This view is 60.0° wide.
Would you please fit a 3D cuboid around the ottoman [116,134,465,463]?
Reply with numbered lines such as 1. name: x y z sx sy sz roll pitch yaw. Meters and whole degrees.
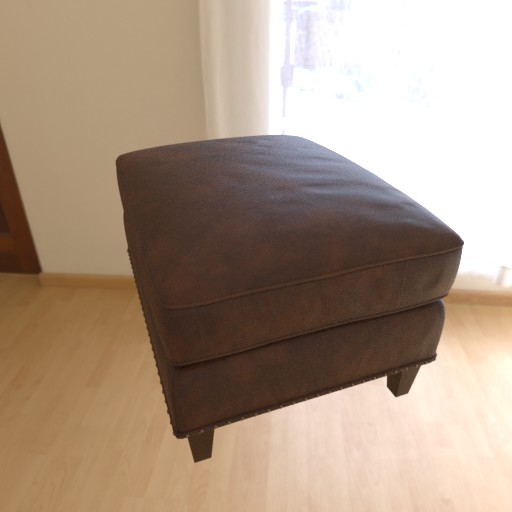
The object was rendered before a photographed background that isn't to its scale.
1. ottoman: 0.000 0.000 1.110 0.586 0.486 0.742 -11 32 -18
